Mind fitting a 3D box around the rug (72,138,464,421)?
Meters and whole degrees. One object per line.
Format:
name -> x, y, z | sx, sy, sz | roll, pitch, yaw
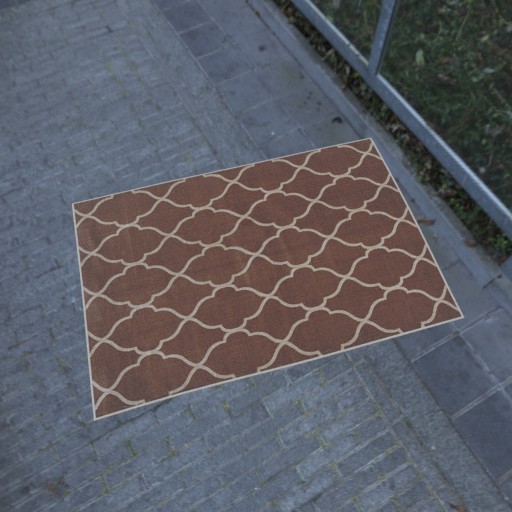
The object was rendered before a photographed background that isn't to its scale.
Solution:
rug -> 0.000, 0.000, 2.952 | 2.294, 0.014, 1.528 | -14, 63, -7
